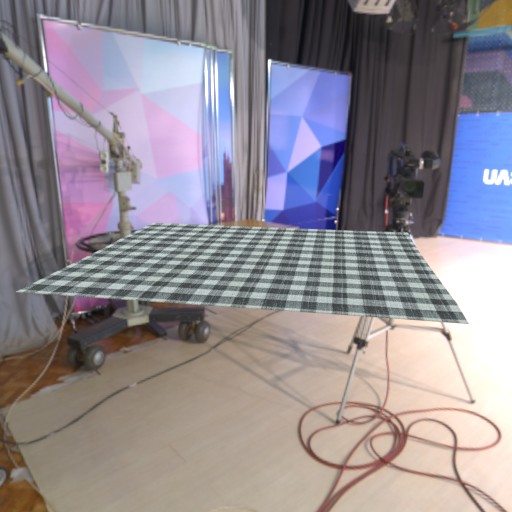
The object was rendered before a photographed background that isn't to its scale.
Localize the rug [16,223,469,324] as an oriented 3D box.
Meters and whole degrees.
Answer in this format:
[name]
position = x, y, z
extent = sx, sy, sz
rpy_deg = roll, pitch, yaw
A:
[rug]
position = 0.000, 0.000, 4.032
extent = 3.021, 0.013, 2.432
rpy_deg = 3, 16, 10
